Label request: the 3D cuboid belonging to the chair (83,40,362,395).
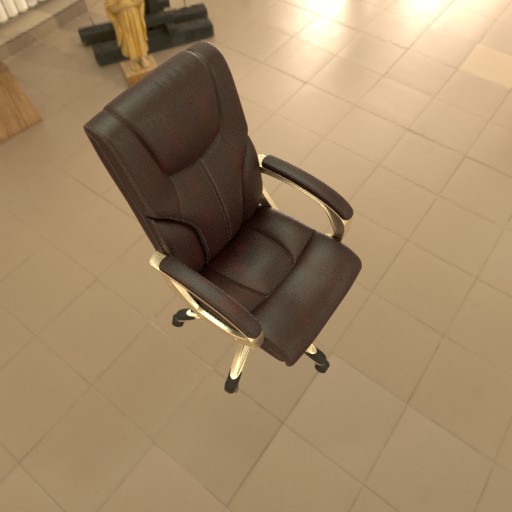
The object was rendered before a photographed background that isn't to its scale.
[{"bbox_3d":[0.000,0.000,1.507,0.739,1.107,0.662,32,63,18],"label":"chair"}]
